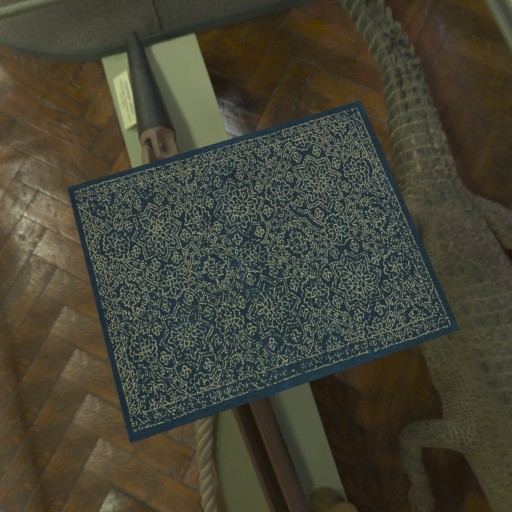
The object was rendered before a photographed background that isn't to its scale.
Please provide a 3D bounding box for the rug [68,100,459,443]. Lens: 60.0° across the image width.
[{"bbox_3d":[0.000,0.000,4.134,3.048,0.010,2.438,-18,77,-4],"label":"rug"}]
